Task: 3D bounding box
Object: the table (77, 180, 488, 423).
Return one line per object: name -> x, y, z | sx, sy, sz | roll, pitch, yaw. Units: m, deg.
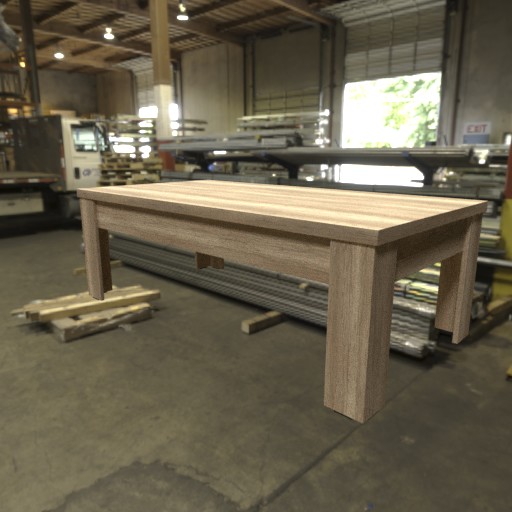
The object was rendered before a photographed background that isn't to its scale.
table -> 0.000, 0.000, 1.654 | 1.350, 0.460, 0.700 | 13, 19, 42
